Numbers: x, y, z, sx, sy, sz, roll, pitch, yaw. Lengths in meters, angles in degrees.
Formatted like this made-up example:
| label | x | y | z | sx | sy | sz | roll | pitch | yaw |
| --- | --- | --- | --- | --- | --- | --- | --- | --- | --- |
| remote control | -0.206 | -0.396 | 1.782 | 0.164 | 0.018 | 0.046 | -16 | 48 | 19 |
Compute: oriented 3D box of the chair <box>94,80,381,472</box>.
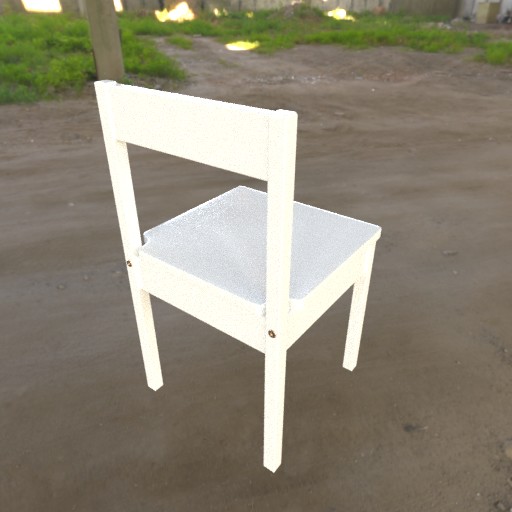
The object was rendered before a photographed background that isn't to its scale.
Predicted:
| label | x | y | z | sx | sy | sz | roll | pitch | yaw |
| --- | --- | --- | --- | --- | --- | --- | --- | --- | --- |
| chair | 0.000 | 0.000 | 0.883 | 0.367 | 0.668 | 0.361 | 21 | 37 | 31 |
